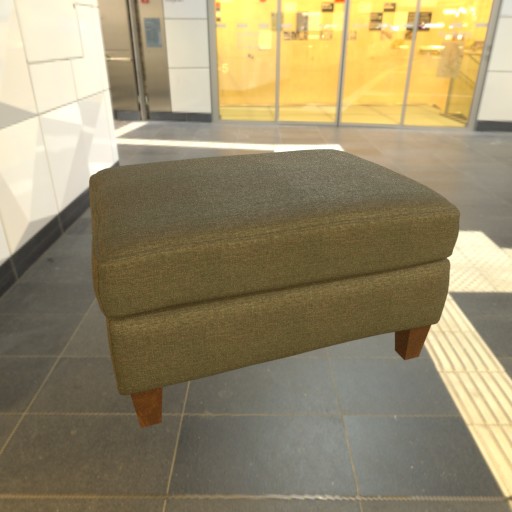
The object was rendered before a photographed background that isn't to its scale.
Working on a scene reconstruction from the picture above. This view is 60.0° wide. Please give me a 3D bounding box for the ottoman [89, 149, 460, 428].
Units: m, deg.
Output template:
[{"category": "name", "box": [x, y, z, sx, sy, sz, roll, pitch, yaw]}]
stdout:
[{"category": "ottoman", "box": [0.000, 0.000, 1.226, 0.826, 0.496, 0.639, -9, 28, -17]}]
